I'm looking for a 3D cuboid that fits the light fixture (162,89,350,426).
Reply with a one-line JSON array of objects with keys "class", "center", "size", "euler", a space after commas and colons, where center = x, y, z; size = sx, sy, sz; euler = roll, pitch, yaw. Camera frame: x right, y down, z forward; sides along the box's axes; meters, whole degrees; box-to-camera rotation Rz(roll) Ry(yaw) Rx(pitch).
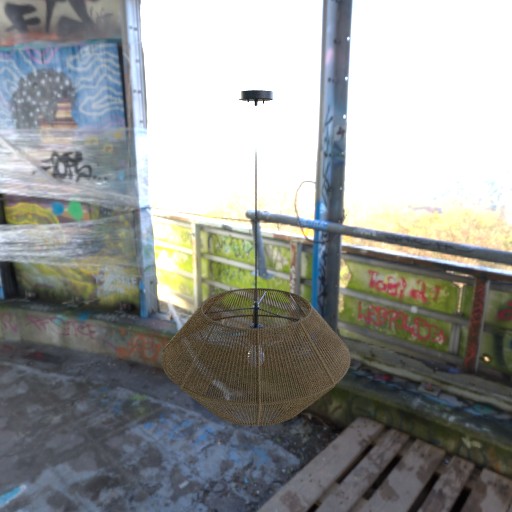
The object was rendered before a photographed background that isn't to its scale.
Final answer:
[{"class": "light fixture", "center": [0.000, 0.000, 1.443], "size": [0.643, 1.009, 0.643], "euler": [0, 15, 0]}]
